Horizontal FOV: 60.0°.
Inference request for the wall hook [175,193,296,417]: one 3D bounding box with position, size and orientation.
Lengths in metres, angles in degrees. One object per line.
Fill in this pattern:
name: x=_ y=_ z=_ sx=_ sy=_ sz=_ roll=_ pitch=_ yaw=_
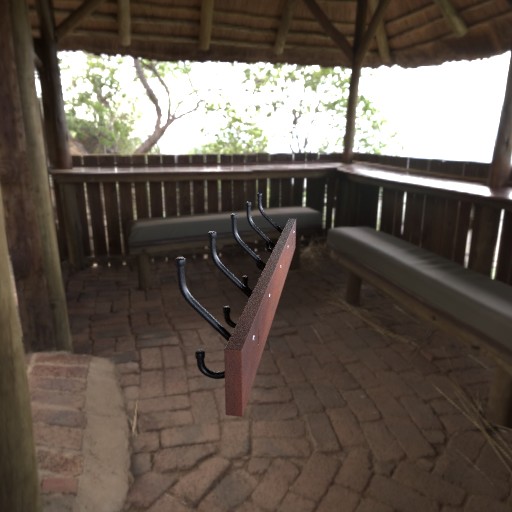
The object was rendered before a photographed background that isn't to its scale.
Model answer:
wall hook: x=0.000 y=0.000 z=0.623 sx=0.071 sy=0.117 sz=0.571 roll=2 pitch=15 yaw=9
